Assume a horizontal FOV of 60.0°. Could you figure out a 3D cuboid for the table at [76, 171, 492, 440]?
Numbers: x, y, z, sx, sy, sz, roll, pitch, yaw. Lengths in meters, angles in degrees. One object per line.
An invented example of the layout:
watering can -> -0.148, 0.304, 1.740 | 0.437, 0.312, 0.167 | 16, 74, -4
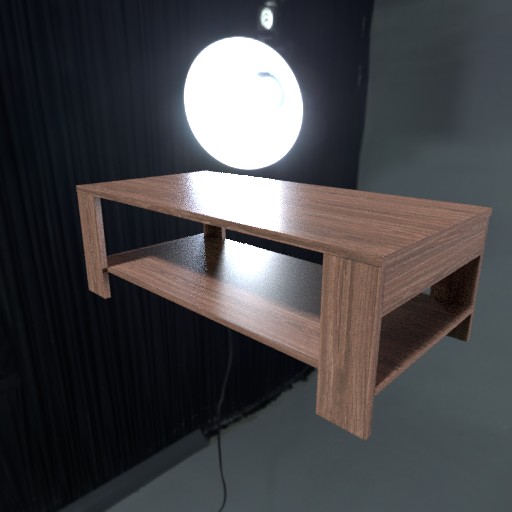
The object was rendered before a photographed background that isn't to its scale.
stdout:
table -> 0.000, 0.000, 1.450 | 1.200, 0.400, 0.600 | 16, 24, 41
